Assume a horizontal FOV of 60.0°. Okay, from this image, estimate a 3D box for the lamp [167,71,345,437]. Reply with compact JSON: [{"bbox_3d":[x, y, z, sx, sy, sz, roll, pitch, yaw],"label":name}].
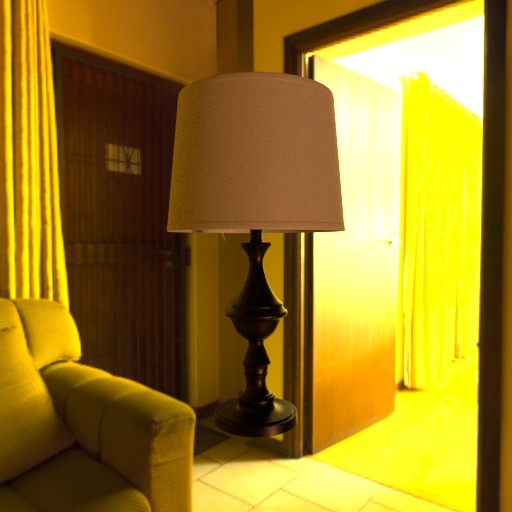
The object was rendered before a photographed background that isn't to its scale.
[{"bbox_3d":[0.000,0.000,0.972,0.383,0.726,0.383,0,2,0],"label":"lamp"}]
